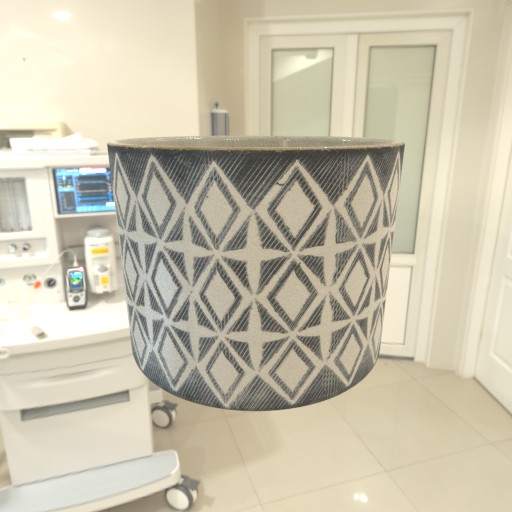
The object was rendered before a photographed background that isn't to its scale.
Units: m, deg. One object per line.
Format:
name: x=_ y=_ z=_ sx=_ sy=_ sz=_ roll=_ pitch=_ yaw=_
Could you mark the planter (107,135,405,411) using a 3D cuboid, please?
planter: x=0.000 y=0.000 z=0.324 sx=0.192 sy=0.165 sz=0.192 roll=0 pitch=17 yaw=0
